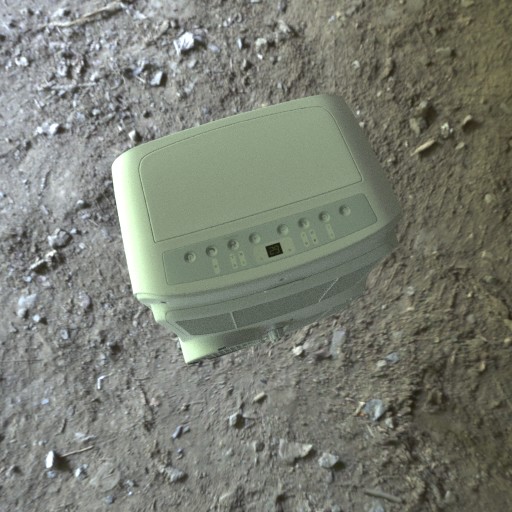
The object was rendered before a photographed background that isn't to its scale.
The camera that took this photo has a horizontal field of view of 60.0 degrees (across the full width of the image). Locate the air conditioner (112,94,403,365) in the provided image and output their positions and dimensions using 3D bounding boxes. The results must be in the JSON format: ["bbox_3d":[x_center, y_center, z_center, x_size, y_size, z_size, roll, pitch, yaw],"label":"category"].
[{"bbox_3d":[0.000,0.000,0.966,0.454,0.700,0.365,-17,76,-4],"label":"air conditioner"}]
